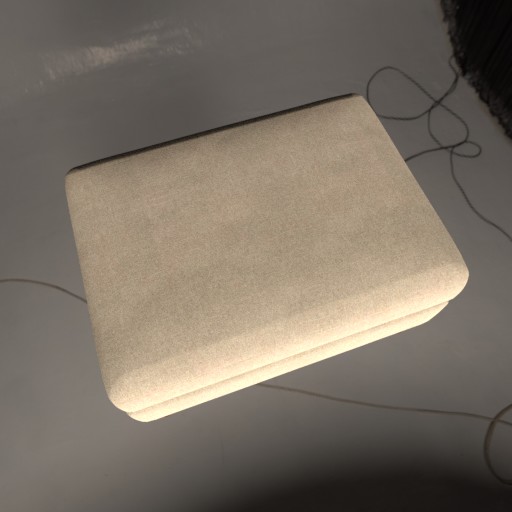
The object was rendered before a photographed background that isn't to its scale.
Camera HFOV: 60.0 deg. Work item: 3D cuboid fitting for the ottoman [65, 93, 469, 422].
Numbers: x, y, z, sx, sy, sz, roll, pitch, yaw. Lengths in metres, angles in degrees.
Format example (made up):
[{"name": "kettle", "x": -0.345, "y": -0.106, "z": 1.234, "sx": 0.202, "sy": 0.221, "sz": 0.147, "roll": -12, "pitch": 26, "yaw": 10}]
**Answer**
[{"name": "ottoman", "x": 0.000, "y": 0.000, "z": 1.199, "sx": 0.823, "sy": 0.478, "sz": 0.610, "roll": -17, "pitch": 65, "yaw": -8}]
